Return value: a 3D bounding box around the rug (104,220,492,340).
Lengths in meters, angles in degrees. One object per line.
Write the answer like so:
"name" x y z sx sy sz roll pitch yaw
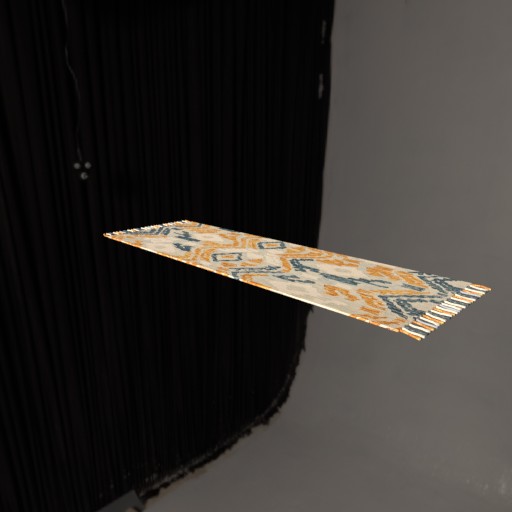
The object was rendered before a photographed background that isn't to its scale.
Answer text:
"rug" 0.000 0.000 2.684 2.437 0.010 0.783 15 21 43
